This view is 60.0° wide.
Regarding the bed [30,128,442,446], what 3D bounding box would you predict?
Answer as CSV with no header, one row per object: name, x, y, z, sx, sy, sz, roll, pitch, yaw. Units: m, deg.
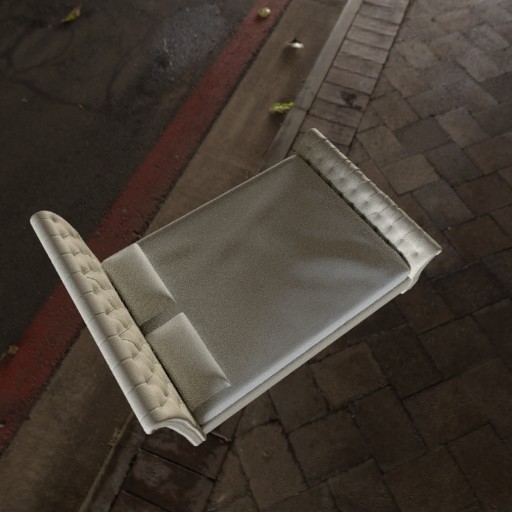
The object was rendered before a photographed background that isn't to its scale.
bed,0.000,0.000,3.438,2.493,1.268,1.606,-32,65,-16
